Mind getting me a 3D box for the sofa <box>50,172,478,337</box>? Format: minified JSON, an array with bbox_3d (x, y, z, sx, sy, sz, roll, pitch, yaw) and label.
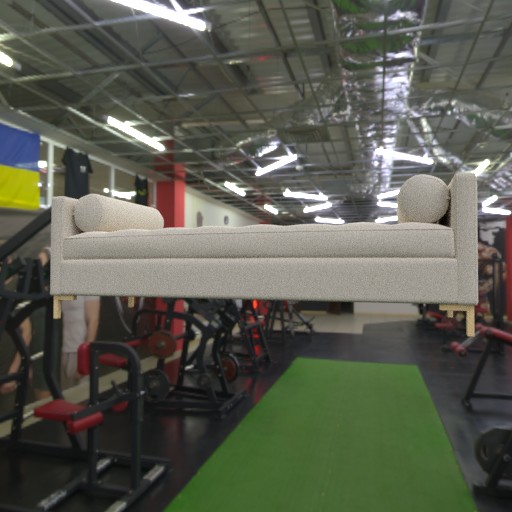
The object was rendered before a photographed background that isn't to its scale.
[{"bbox_3d":[0.000,0.000,2.302,1.985,0.641,0.746,0,-1,18],"label":"sofa"}]
